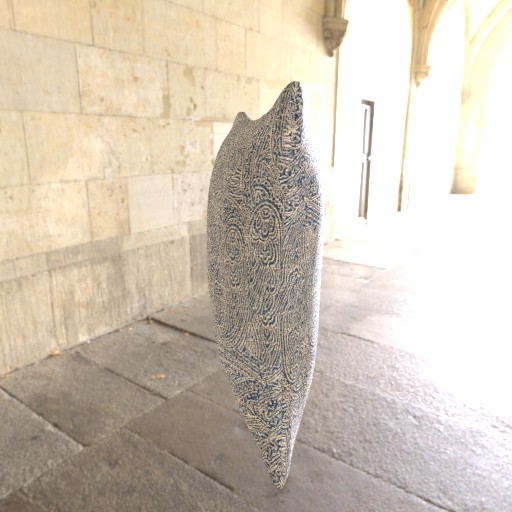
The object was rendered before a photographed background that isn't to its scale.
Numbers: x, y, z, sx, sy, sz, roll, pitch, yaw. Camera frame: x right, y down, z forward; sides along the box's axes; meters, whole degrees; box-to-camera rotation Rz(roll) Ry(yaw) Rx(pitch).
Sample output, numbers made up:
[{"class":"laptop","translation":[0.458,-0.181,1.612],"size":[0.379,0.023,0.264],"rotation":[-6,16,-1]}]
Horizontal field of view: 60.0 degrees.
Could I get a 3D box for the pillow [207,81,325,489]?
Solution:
[{"class":"pillow","translation":[0.000,0.000,0.773],"size":[0.166,0.510,0.523],"rotation":[-2,15,-8]}]
